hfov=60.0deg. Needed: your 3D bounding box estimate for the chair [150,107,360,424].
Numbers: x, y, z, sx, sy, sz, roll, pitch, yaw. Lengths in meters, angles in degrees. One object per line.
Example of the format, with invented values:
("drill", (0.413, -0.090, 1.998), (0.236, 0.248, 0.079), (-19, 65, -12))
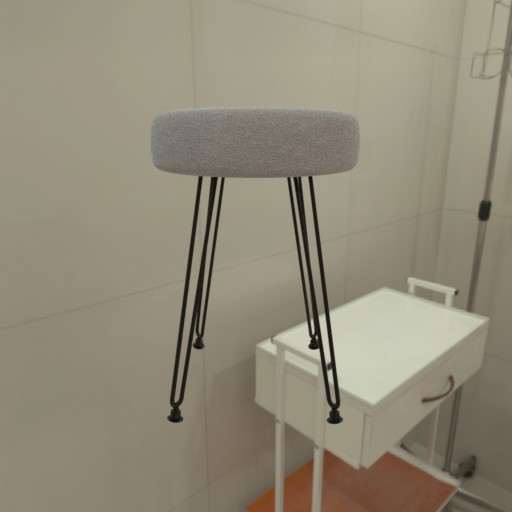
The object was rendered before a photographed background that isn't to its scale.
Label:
("chair", (0.000, 0.000, 0.701), (0.350, 0.440, 0.350), (-15, 22, -42))
